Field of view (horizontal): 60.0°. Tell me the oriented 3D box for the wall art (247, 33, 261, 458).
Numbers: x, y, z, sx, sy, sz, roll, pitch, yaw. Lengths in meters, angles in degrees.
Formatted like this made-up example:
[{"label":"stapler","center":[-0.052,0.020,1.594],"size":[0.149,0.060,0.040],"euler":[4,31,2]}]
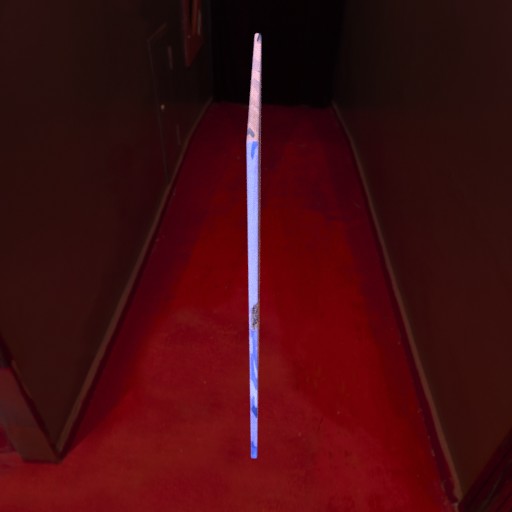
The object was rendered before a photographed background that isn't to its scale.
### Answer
[{"label":"wall art","center":[0.000,0.000,1.141],"size":[0.016,0.914,0.610],"euler":[1,39,1]}]
